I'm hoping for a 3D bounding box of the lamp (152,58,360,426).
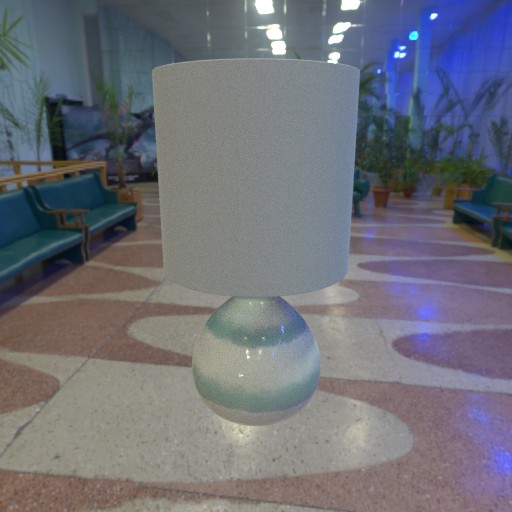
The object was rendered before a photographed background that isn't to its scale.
[{"bbox_3d":[0.000,0.000,0.528,0.217,0.404,0.217,2,16,8],"label":"lamp"}]
